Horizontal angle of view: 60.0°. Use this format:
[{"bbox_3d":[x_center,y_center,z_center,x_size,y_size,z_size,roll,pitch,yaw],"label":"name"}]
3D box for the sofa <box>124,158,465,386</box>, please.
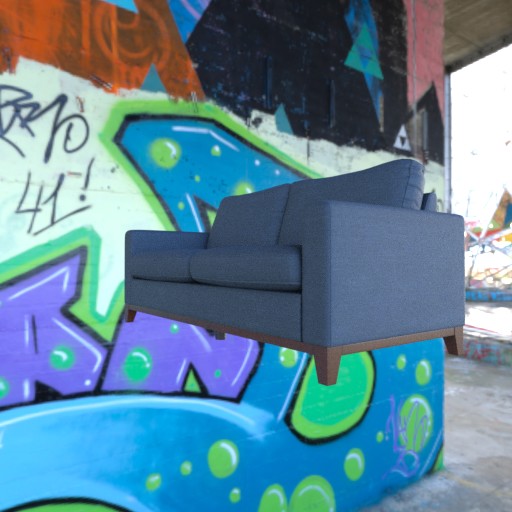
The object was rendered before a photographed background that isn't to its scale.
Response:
[{"bbox_3d":[0.000,0.000,2.433,0.877,0.865,1.900,0,-1,-36],"label":"sofa"}]
